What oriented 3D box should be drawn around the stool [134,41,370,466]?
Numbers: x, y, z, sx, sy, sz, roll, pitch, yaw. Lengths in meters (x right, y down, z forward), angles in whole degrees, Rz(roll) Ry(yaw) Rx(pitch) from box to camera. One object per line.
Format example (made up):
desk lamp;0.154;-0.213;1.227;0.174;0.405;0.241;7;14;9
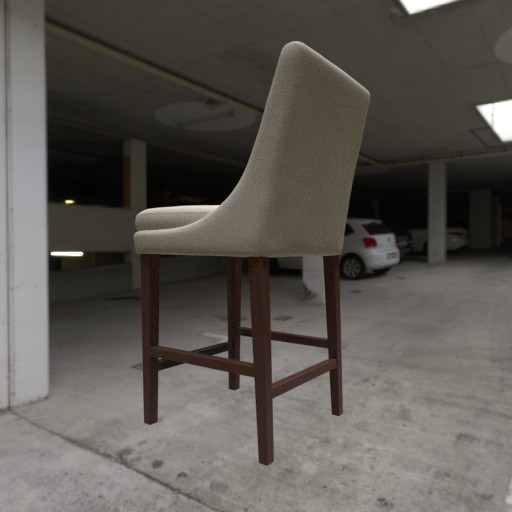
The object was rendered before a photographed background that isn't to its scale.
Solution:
stool;0.000;0.000;1.310;0.577;0.981;0.470;1;1;36
